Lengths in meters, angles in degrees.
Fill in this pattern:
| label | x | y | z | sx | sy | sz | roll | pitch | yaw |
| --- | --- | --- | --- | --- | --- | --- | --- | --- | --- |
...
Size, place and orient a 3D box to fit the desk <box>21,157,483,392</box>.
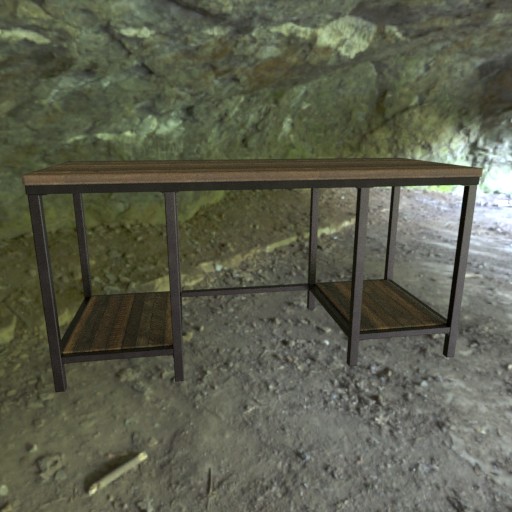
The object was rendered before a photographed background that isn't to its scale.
| label | x | y | z | sx | sy | sz | roll | pitch | yaw |
| --- | --- | --- | --- | --- | --- | --- | --- | --- | --- |
| desk | 0.000 | 0.000 | 1.855 | 1.538 | 0.753 | 0.617 | -3 | 16 | -9 |
